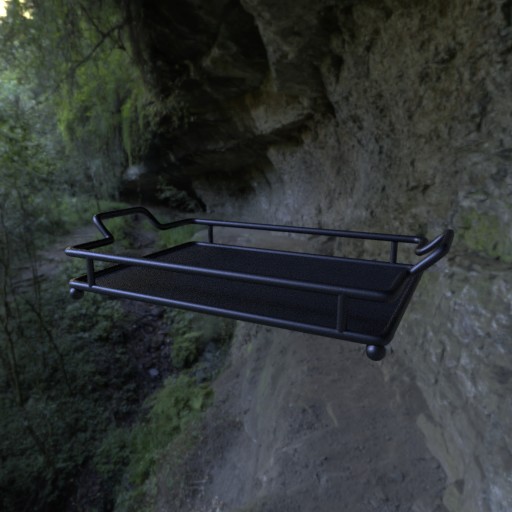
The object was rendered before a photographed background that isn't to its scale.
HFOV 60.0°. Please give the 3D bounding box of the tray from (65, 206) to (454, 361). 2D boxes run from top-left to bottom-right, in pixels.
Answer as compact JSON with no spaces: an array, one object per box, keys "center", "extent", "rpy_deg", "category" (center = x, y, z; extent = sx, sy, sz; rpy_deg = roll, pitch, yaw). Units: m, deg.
[{"center":[0.000,0.000,0.617],"extent":[0.495,0.101,0.297],"rpy_deg":[7,15,26],"category":"tray"}]
